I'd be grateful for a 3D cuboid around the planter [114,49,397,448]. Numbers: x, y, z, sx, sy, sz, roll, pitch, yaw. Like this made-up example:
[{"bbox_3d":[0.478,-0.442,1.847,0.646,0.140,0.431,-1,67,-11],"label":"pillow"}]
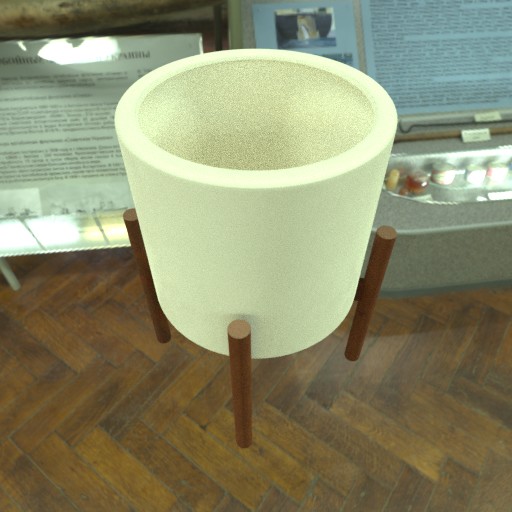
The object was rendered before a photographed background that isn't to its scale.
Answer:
[{"bbox_3d":[0.000,0.000,0.484,0.224,0.358,0.224,-30,53,-26],"label":"planter"}]
